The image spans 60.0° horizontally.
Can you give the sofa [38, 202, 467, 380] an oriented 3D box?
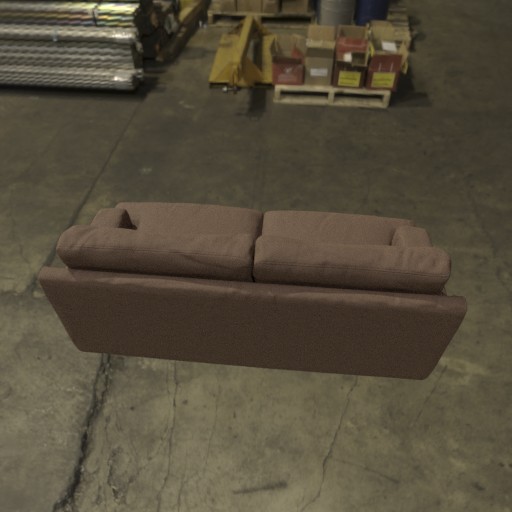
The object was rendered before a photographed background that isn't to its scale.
[{"bbox_3d":[0.000,0.000,2.879,2.274,0.950,1.140,4,47,4],"label":"sofa"}]
